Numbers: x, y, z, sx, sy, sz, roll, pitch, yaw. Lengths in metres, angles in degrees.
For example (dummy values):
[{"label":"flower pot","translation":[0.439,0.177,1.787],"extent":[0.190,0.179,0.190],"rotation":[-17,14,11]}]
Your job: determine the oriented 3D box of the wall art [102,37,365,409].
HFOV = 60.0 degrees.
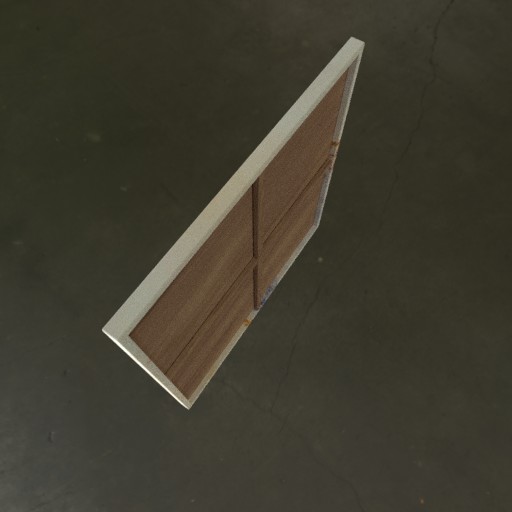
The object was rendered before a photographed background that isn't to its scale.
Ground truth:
[{"label":"wall art","translation":[0.000,0.000,1.313],"extent":[0.038,0.889,0.889],"rotation":[31,68,14]}]
